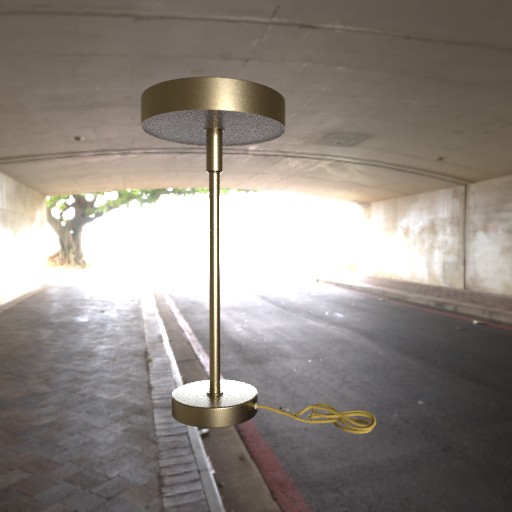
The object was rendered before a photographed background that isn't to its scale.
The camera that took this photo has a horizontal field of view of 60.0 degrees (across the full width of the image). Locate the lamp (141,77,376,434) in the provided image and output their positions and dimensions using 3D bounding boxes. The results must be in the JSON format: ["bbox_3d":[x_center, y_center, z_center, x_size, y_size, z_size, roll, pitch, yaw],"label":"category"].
[{"bbox_3d":[0.000,0.000,0.699,0.369,0.508,0.229,0,2,17],"label":"lamp"}]
